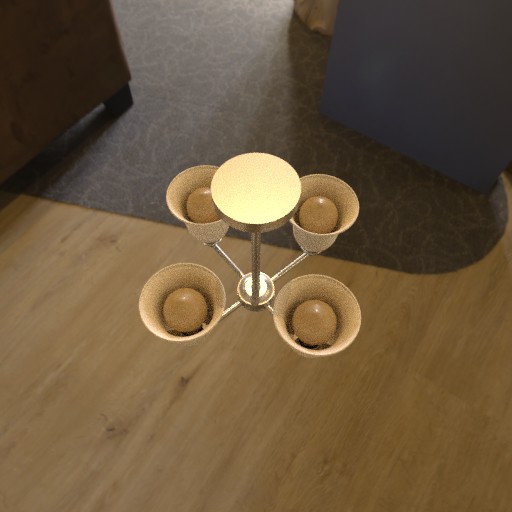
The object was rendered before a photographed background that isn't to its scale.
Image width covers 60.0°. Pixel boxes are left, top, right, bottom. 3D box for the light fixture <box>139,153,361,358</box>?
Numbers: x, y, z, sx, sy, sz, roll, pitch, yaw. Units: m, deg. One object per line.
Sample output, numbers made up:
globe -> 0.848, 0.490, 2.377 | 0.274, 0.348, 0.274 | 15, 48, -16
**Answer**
light fixture -> 0.000, 0.000, 0.751 | 0.427, 0.370, 0.427 | -35, 66, -18
